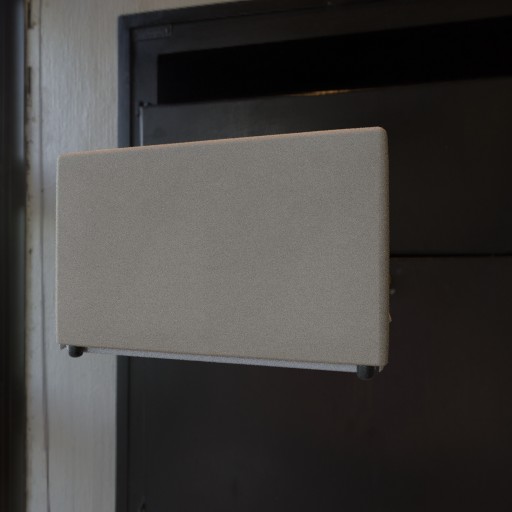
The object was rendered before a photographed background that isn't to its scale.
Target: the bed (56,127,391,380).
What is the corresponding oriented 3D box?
[{"bbox_3d":[0.000,0.000,3.632,2.119,1.317,2.319,0,-1,17],"label":"bed"}]
